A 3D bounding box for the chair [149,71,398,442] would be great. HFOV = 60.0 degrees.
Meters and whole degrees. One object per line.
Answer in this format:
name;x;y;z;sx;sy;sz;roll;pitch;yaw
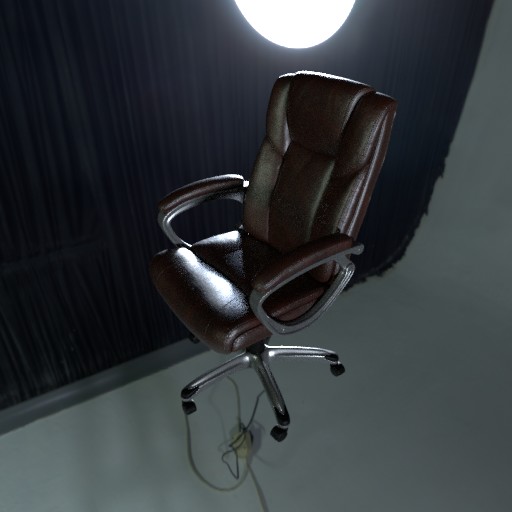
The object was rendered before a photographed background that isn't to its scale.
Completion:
chair;0.000;0.000;1.552;0.692;1.128;0.656;-21;37;-30
